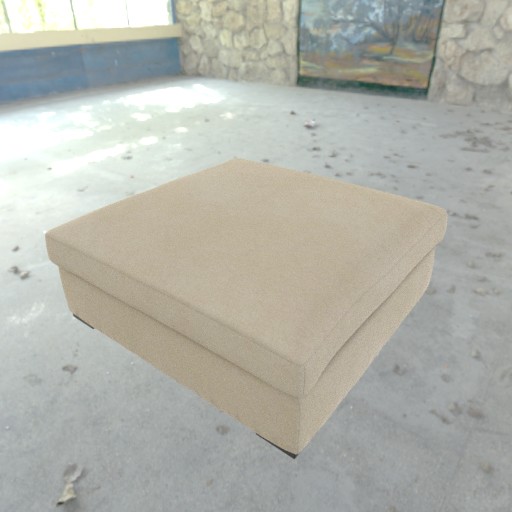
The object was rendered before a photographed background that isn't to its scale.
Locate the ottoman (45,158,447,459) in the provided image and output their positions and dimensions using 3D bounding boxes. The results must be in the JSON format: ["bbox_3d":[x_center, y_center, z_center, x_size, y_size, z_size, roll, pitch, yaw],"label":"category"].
[{"bbox_3d":[0.000,0.000,1.875,1.205,0.522,1.190,21,36,32],"label":"ottoman"}]
